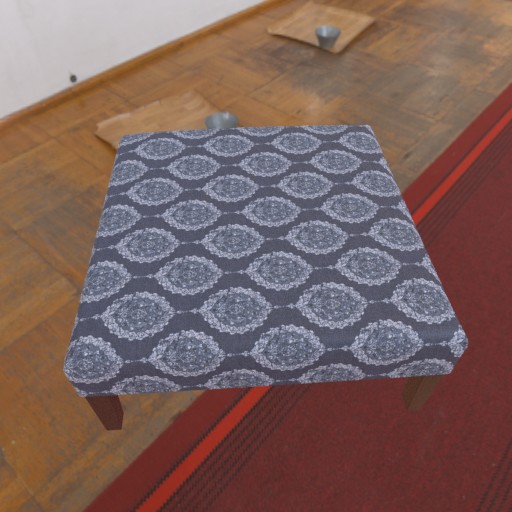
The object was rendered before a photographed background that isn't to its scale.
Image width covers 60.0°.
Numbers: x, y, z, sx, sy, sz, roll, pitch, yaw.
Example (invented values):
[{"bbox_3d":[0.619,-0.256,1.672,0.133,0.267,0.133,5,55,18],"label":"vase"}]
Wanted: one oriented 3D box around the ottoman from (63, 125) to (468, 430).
[{"bbox_3d":[0.000,0.000,1.366,0.890,0.409,0.889,-3,48,-3],"label":"ottoman"}]
